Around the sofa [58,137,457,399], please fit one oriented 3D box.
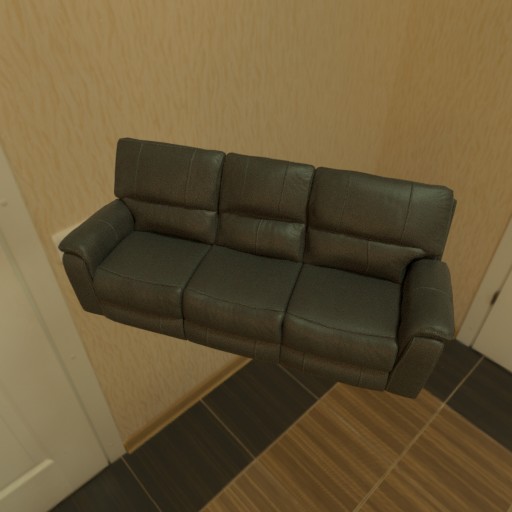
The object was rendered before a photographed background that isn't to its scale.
[{"bbox_3d":[0.000,0.000,3.178,2.627,1.134,1.104,12,42,13],"label":"sofa"}]
